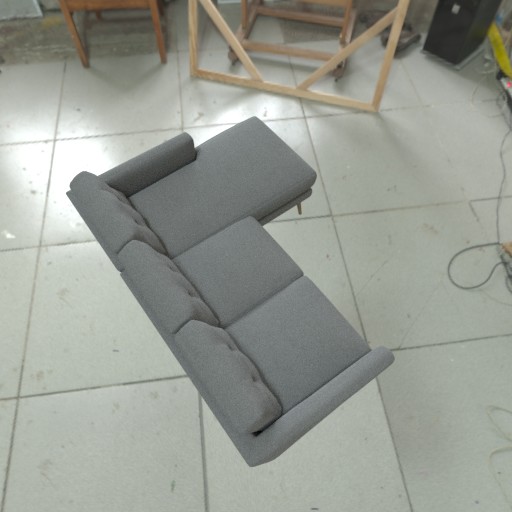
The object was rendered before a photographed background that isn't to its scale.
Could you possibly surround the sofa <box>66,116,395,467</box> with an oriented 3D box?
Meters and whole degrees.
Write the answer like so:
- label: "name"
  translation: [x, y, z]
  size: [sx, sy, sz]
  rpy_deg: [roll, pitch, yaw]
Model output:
- label: "sofa"
  translation: [0.000, 0.000, 2.809]
  size: [1.530, 0.860, 2.040]
  rpy_deg: [-33, 64, -18]
